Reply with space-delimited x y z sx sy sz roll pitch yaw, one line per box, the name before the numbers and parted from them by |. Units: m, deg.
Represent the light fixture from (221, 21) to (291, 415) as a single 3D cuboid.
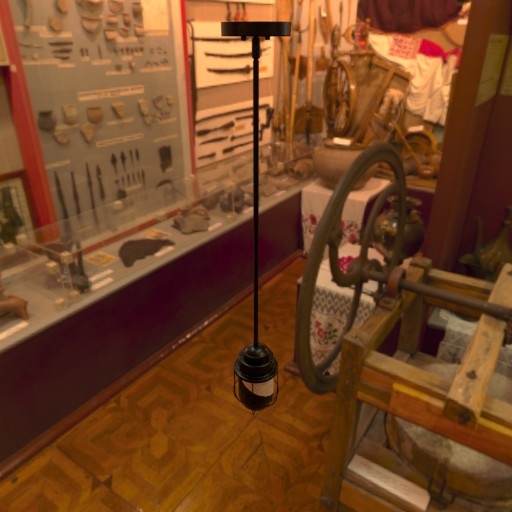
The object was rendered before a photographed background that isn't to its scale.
light fixture | 0.000 0.000 0.985 0.123 0.920 0.123 18 32 32
